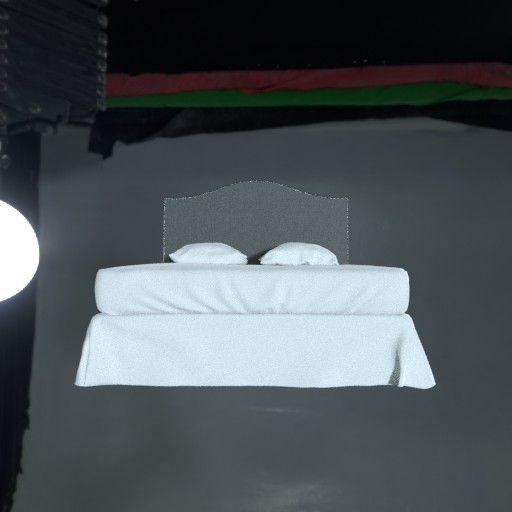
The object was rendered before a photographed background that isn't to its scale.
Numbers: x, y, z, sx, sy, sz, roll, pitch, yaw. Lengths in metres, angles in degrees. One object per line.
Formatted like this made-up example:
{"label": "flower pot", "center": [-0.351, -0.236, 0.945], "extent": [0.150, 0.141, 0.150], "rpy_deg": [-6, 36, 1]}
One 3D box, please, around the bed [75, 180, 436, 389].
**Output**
{"label": "bed", "center": [0.000, 0.000, 3.736], "extent": [2.314, 1.651, 2.219], "rpy_deg": [0, -1, 1]}
